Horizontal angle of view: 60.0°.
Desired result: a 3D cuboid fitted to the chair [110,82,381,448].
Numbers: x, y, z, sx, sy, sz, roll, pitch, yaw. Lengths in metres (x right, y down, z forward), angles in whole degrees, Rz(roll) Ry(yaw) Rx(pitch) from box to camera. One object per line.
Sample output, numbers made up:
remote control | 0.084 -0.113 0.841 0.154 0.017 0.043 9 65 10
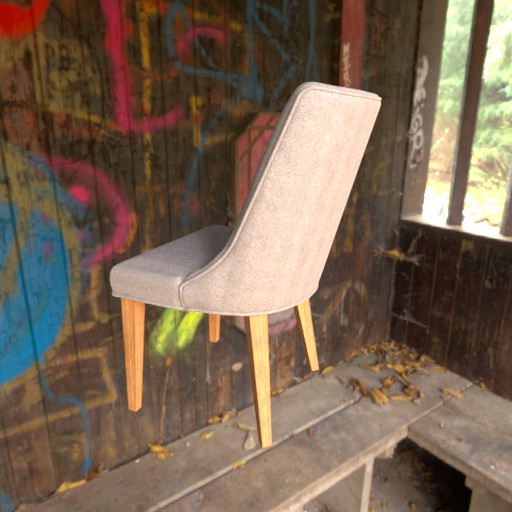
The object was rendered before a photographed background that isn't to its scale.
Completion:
chair | 0.000 0.000 1.299 0.636 0.916 0.548 8 19 24
